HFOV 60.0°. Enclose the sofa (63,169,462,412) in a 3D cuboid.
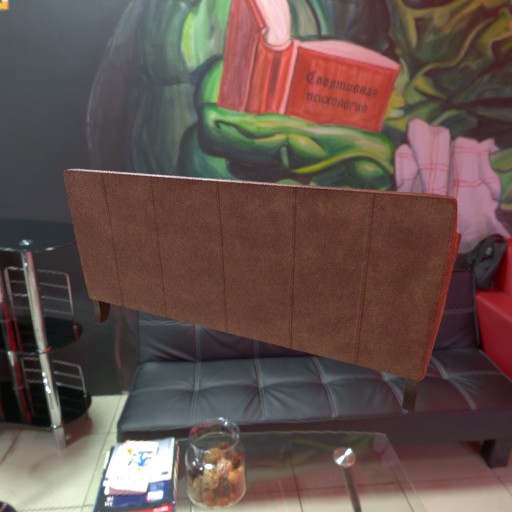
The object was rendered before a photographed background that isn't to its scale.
[{"bbox_3d":[0.000,0.000,2.504,2.053,0.947,0.805,9,19,26],"label":"sofa"}]
